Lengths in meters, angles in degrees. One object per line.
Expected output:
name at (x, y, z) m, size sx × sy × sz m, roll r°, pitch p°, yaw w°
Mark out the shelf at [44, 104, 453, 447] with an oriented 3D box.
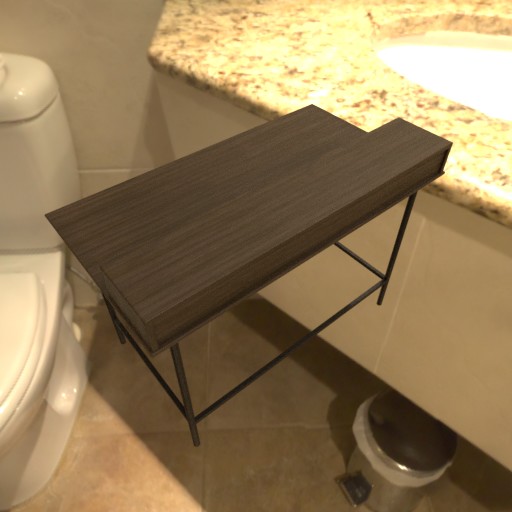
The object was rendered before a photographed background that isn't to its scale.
shelf at (0.000, 0.000, 1.741) m, size 1.212 × 0.865 × 0.685 m, roll -30°, pitch 52°, yaw -27°
